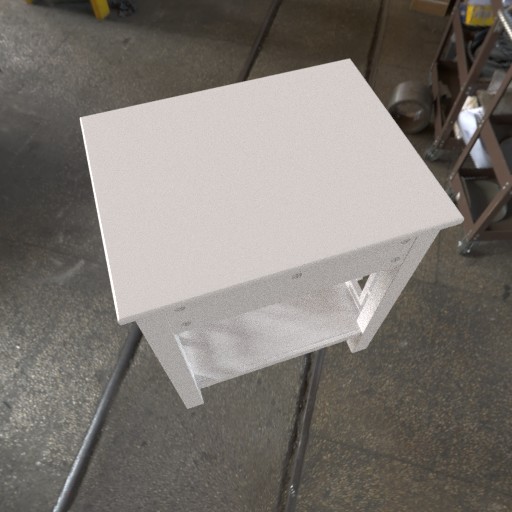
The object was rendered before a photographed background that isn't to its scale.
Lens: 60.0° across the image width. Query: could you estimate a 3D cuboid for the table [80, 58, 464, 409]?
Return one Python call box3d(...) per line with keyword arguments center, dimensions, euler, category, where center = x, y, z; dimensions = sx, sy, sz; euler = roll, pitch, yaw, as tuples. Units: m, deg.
box3d(center=(0.000, 0.000, 1.058), dimensions=(0.564, 0.646, 0.451), euler=(-16, 60, -10), category="table")
